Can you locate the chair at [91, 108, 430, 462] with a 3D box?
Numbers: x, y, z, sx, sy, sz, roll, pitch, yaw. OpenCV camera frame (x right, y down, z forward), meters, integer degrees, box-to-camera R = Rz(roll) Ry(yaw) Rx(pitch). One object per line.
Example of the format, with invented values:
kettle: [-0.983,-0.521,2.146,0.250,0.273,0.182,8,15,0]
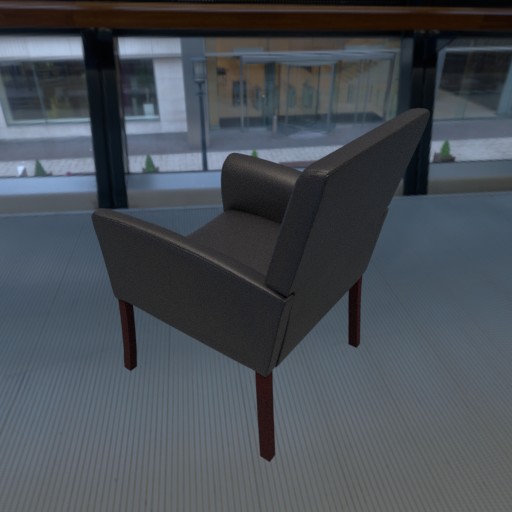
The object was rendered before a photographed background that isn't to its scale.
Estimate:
chair: [0.000,0.000,1.469,0.772,0.951,0.683,21,37,30]
